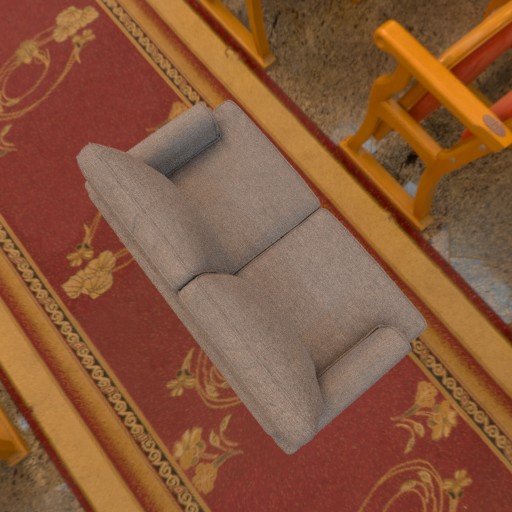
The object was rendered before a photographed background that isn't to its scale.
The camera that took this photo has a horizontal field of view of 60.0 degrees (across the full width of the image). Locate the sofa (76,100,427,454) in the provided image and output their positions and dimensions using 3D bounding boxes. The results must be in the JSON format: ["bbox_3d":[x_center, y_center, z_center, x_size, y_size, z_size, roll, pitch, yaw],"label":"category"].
[{"bbox_3d":[0.000,0.000,2.245,0.965,0.965,1.651,-38,79,-8],"label":"sofa"}]
